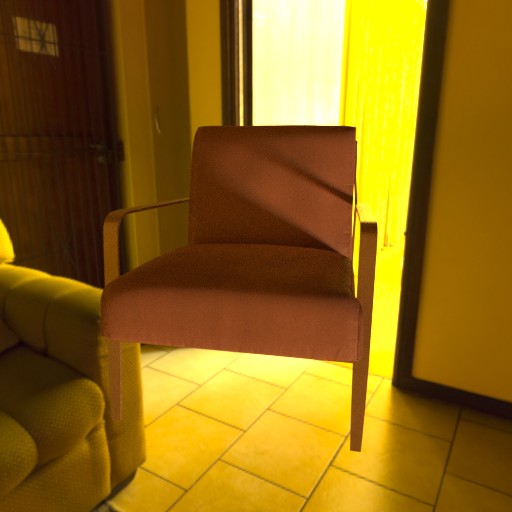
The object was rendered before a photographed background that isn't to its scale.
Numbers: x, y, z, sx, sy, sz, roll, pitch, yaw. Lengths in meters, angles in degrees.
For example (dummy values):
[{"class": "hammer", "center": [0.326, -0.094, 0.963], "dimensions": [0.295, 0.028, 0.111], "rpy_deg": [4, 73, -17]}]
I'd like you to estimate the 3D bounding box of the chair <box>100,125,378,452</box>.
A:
[{"class": "chair", "center": [0.000, 0.000, 1.429], "dimensions": [0.701, 0.823, 0.848], "rpy_deg": [3, 16, 11]}]
